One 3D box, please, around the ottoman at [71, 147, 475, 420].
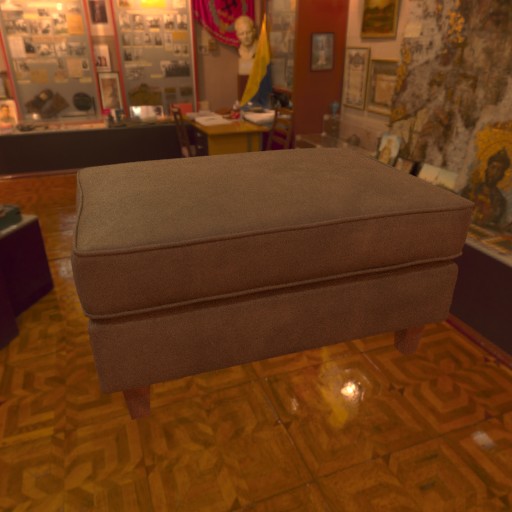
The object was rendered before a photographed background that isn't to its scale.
[{"bbox_3d":[0.000,0.000,1.181,0.860,0.481,0.596,-8,27,-17],"label":"ottoman"}]
